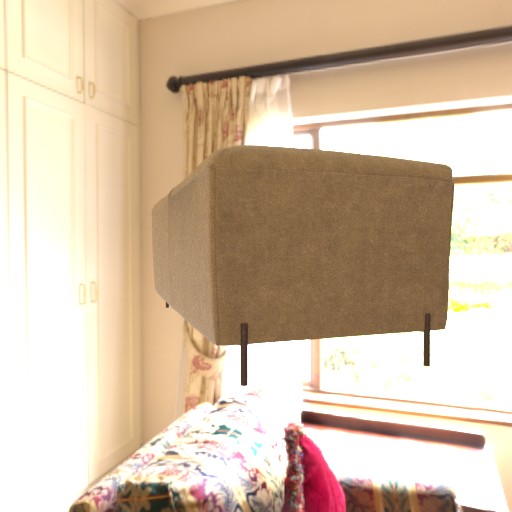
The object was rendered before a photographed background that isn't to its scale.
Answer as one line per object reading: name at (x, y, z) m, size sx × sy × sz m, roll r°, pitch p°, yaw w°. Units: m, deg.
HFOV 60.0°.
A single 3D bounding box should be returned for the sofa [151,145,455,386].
sofa at (0.000, 0.000, 2.312) m, size 0.905 × 0.747 × 1.878 m, roll 0°, pitch 1°, yaw -18°
